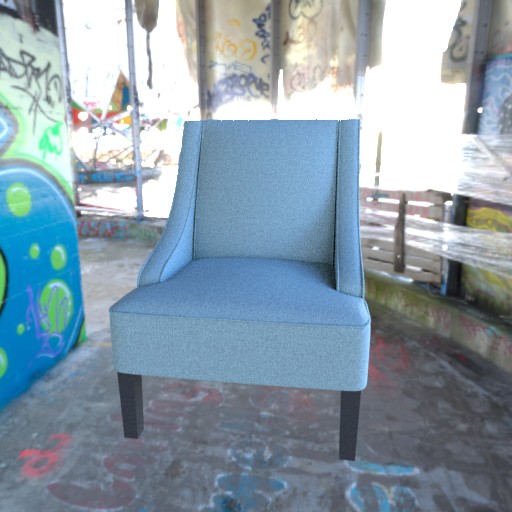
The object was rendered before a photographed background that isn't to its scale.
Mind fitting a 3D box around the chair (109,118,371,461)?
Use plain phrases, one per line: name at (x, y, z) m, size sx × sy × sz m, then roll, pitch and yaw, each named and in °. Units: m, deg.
chair at (0.000, 0.000, 1.841) m, size 0.857 × 1.133 × 1.025 m, roll 2°, pitch 14°, yaw 8°
